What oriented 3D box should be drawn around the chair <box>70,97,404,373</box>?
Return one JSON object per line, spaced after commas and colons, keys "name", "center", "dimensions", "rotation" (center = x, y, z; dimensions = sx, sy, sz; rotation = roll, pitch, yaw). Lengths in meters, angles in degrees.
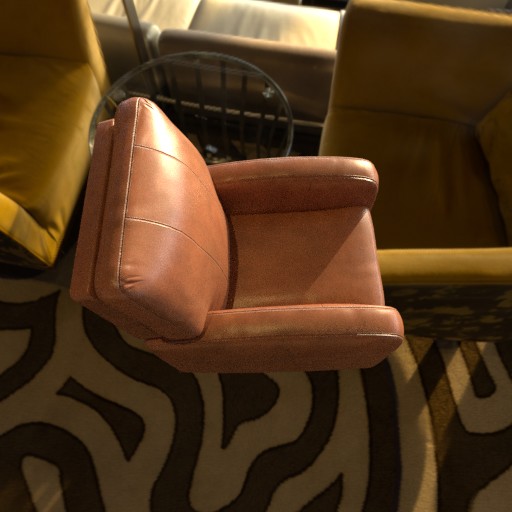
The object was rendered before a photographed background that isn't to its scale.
{"name": "chair", "center": [0.000, 0.000, 1.643], "dimensions": [0.990, 0.990, 0.762], "rotation": [-1, 65, -1]}
